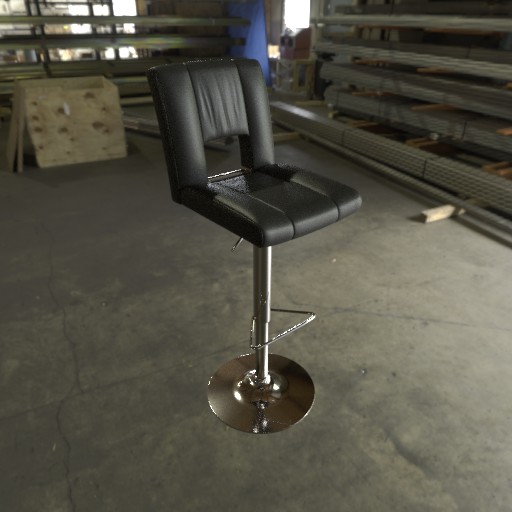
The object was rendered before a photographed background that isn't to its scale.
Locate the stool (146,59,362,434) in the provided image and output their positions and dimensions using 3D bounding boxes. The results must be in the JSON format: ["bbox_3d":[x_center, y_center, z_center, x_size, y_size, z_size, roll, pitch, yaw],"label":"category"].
[{"bbox_3d":[0.000,0.000,1.455,0.415,1.151,0.520,-22,35,-34],"label":"stool"}]
